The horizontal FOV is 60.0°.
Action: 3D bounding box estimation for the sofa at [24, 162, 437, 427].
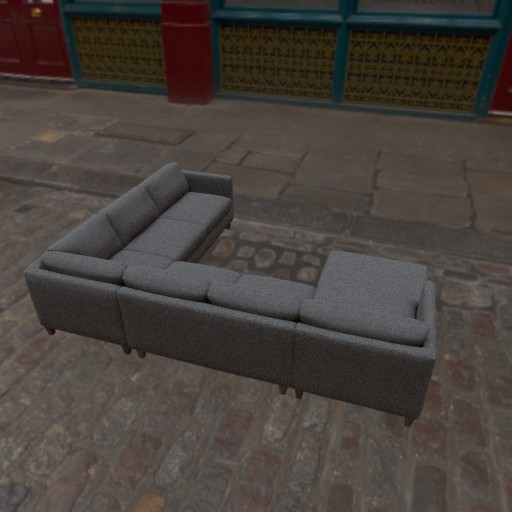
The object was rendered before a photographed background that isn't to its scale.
[{"bbox_3d":[0.000,0.000,4.346,3.238,0.853,2.551,10,33,15],"label":"sofa"}]
